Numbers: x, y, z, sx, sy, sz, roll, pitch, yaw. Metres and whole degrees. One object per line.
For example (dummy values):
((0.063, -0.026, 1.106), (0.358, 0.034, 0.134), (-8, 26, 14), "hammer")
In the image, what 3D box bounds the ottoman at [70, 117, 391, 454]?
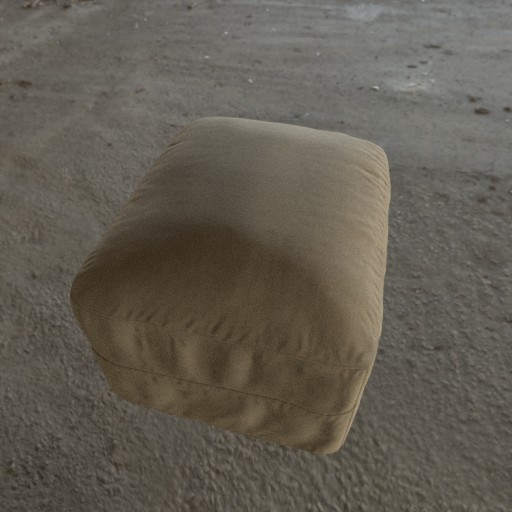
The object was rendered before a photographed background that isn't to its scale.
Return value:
((0.000, 0.000, 1.074), (0.584, 0.480, 0.712), (10, 47, 10), "ottoman")
